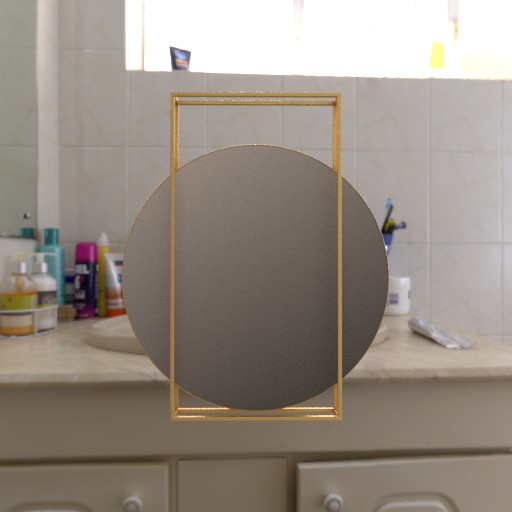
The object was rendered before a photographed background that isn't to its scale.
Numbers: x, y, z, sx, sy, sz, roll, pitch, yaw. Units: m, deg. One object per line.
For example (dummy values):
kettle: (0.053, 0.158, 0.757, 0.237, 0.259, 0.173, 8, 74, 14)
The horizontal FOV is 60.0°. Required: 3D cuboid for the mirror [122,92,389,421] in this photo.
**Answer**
mirror: (0.000, 0.000, 0.838, 0.508, 0.603, 0.051, 0, -1, -1)
